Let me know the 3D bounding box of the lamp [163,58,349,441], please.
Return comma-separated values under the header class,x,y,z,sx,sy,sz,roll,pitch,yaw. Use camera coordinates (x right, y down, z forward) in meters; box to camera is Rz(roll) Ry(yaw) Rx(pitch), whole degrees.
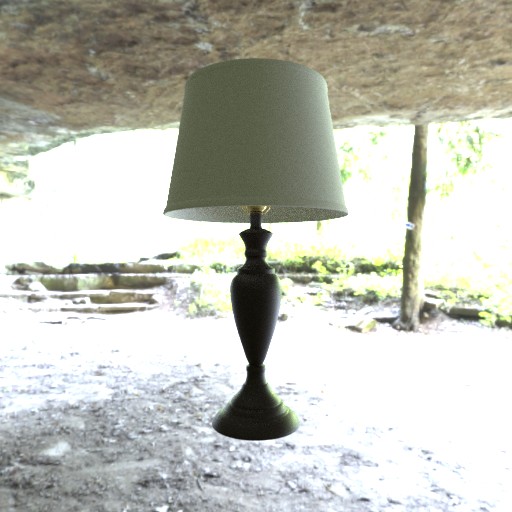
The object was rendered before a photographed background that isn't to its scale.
class,x,y,z,sx,sy,sz,roll,pitch,yaw
lamp,0.000,0.000,0.811,0.335,0.611,0.335,0,0,0
